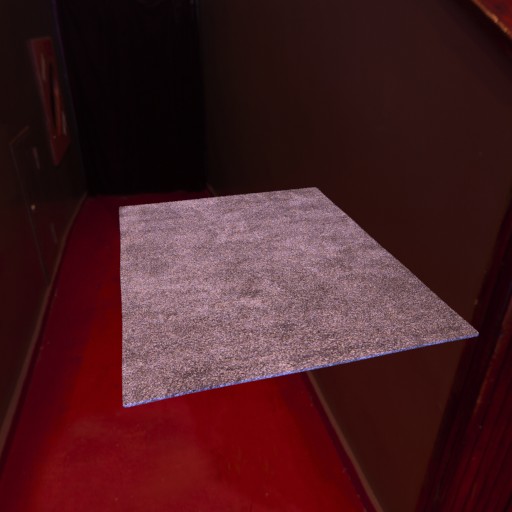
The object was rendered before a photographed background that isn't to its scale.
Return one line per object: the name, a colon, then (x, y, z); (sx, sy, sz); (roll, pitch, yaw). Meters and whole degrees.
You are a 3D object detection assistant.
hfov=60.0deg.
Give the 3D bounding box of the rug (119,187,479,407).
rug: (0.000, 0.000, 4.066); (2.401, 0.025, 3.000); (-8, 30, -13)
